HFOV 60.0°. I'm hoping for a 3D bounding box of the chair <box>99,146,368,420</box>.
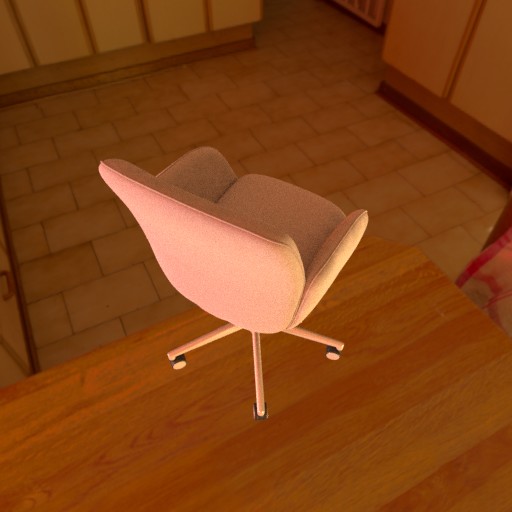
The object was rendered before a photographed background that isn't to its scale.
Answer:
[{"bbox_3d":[0.000,0.000,1.383,0.648,0.959,0.654,25,54,20],"label":"chair"}]
